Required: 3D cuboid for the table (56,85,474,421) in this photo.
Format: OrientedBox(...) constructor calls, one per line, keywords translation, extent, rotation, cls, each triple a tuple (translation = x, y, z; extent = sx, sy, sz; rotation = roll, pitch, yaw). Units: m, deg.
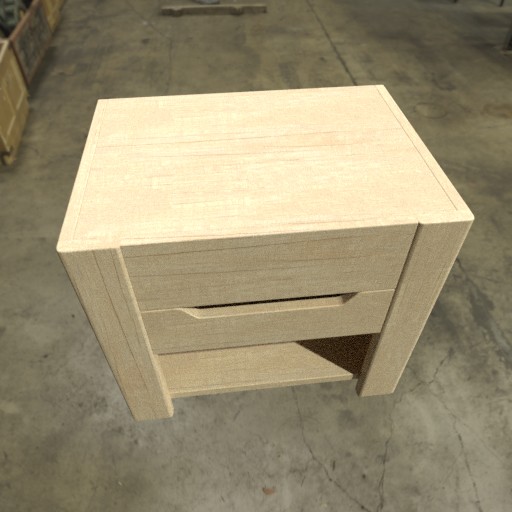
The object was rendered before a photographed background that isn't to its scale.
OrientedBox(translation=(0.000, 0.000, 0.920), extent=(0.570, 0.510, 0.420), rotation=(-5, 46, -4), cls="table")
